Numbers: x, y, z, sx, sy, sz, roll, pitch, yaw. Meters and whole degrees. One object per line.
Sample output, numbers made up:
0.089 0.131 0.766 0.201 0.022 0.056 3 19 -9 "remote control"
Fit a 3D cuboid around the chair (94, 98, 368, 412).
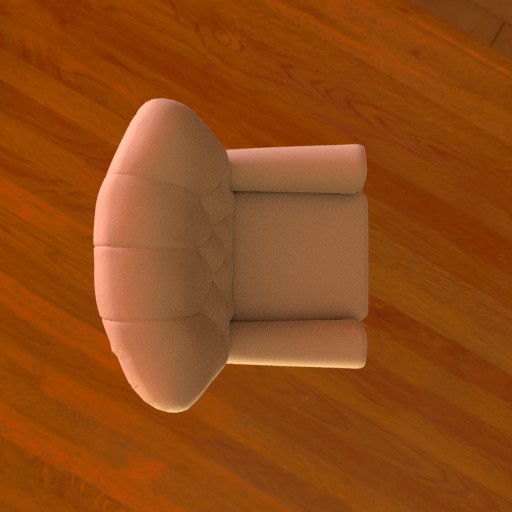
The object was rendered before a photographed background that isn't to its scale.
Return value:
0.000 0.000 2.053 1.128 1.217 1.090 0 90 0 "chair"
